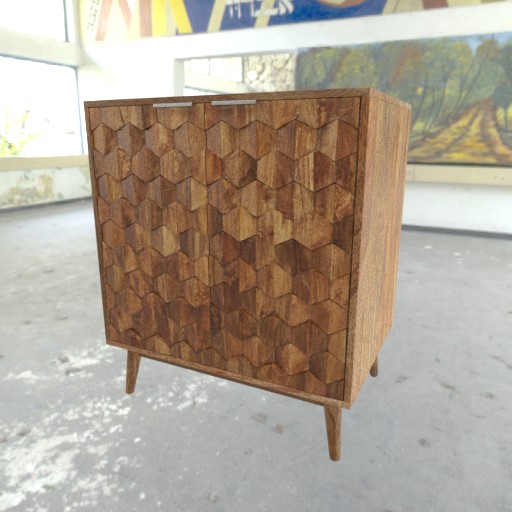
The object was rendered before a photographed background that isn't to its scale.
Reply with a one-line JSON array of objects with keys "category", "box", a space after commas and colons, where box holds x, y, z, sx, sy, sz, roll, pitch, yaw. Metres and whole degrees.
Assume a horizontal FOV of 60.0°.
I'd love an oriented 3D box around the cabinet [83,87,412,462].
[{"category": "cabinet", "box": [0.000, 0.000, 1.158, 0.647, 0.758, 0.473, 7, 17, 26]}]
